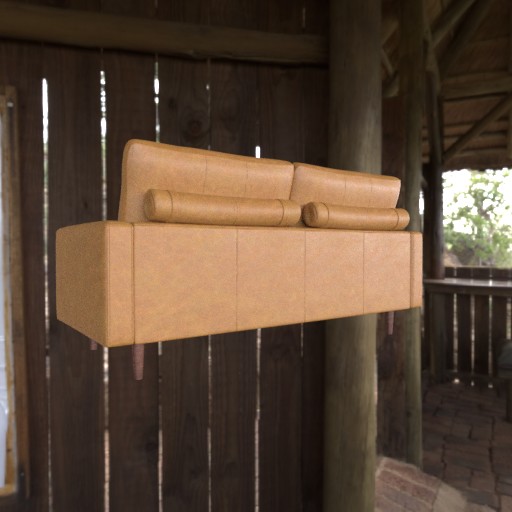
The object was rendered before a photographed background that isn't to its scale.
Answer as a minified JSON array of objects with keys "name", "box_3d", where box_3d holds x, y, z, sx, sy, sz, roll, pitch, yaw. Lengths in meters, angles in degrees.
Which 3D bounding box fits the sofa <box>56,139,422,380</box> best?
[{"name":"sofa","box_3d":[0.000,0.000,2.317,1.821,0.898,0.850,-1,1,-36]}]
